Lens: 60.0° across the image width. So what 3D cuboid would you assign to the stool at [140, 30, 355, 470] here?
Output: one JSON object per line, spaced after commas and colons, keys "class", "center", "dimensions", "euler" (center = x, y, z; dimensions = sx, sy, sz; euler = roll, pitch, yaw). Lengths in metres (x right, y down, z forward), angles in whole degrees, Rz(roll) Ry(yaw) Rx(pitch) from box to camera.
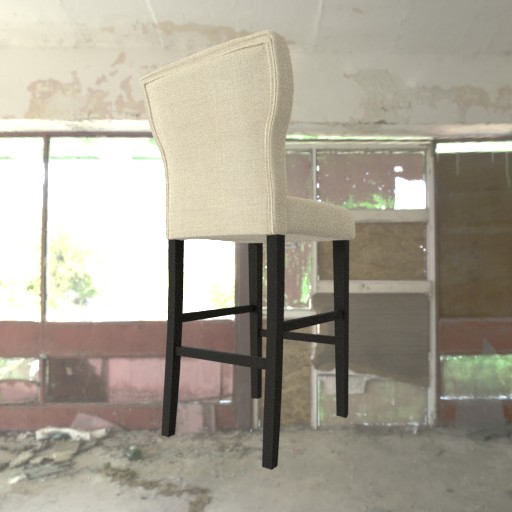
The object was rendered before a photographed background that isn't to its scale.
{"class": "stool", "center": [0.000, 0.000, 1.456], "dimensions": [0.516, 1.124, 0.603], "euler": [-1, -1, 35]}
